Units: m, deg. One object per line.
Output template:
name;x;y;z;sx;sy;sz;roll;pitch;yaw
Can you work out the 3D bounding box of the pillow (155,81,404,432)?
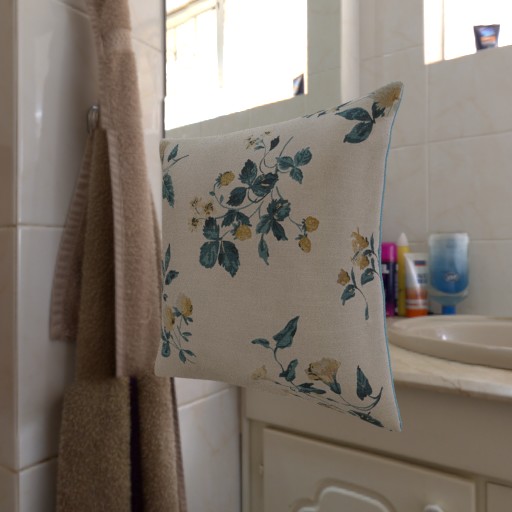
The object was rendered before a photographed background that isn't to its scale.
pillow;0.000;0.000;0.794;0.526;0.507;0.166;0;-1;37
